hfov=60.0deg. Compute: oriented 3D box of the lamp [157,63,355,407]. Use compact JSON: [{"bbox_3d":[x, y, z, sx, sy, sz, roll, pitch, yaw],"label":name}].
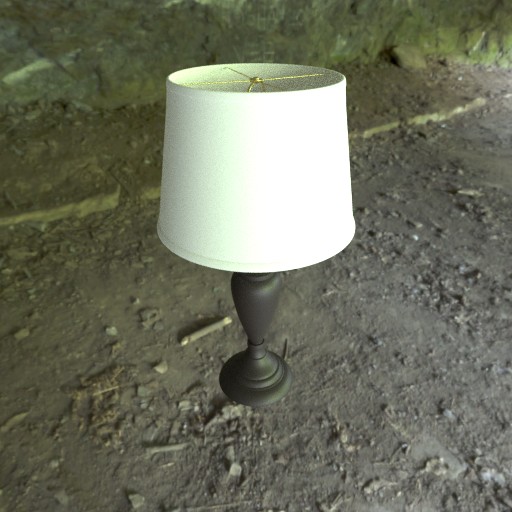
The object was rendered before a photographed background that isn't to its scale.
[{"bbox_3d":[0.000,0.000,0.800,0.335,0.611,0.335,0,31,0],"label":"lamp"}]
